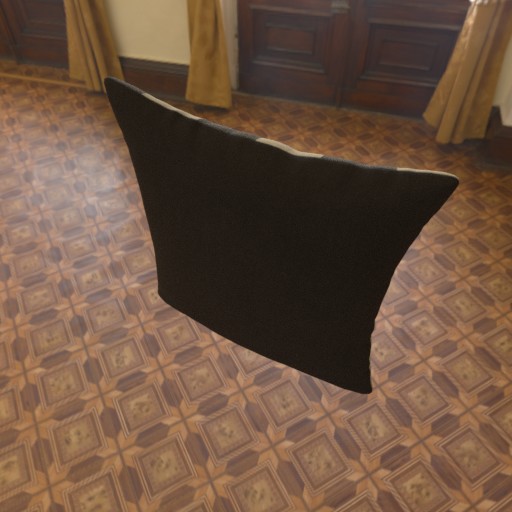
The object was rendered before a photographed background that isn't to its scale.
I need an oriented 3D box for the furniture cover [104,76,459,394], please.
[{"bbox_3d":[0.000,0.000,0.752,0.511,0.509,0.161,22,51,19],"label":"furniture cover"}]
